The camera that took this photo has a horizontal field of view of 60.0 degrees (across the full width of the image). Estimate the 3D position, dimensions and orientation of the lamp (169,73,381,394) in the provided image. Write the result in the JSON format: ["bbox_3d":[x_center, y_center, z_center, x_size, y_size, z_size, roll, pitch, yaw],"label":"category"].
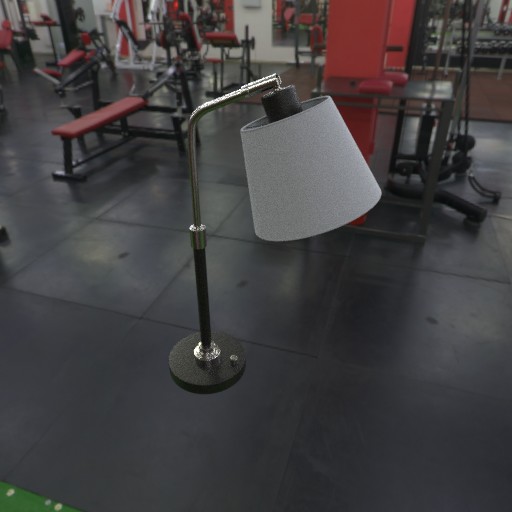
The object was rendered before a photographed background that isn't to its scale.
[{"bbox_3d":[0.000,0.000,0.696,0.348,0.539,0.181,11,33,18],"label":"lamp"}]
